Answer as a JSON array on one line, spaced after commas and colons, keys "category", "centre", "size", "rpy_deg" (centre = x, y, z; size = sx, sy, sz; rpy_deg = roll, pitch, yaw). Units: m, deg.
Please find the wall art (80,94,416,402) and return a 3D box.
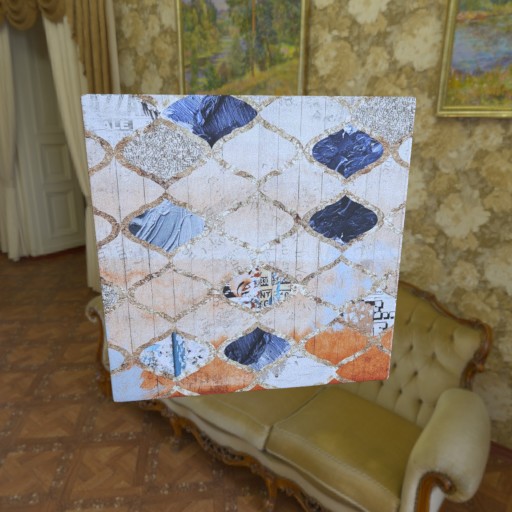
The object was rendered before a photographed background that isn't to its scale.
[{"category": "wall art", "centre": [0.000, 0.000, 1.342], "size": [0.912, 0.914, 0.039], "rpy_deg": [-2, 17, -8]}]
